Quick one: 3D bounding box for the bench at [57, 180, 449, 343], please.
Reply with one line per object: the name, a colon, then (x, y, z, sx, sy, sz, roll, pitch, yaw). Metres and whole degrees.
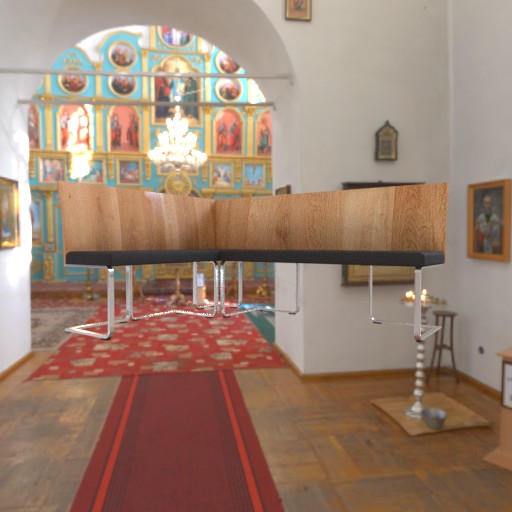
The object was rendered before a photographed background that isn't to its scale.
bench: (0.000, 0.000, 2.781, 1.945, 0.930, 1.495, 1, 2, 35)
